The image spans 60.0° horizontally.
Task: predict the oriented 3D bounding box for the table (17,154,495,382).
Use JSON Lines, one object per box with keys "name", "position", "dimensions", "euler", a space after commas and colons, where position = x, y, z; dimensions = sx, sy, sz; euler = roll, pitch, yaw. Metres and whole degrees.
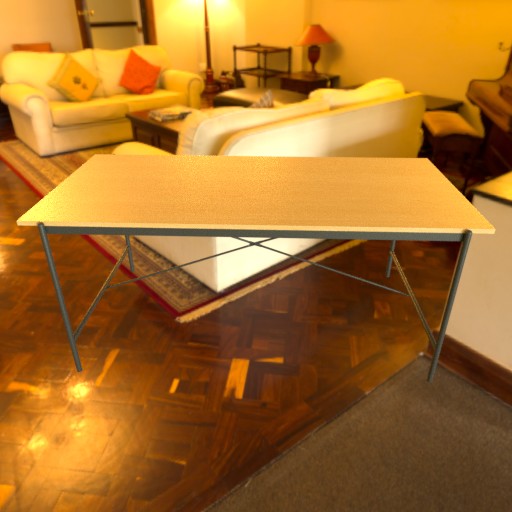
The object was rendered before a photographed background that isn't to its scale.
{"name": "table", "position": [0.000, 0.000, 2.221], "dimensions": [1.800, 0.758, 0.900], "euler": [1, 30, 2]}
